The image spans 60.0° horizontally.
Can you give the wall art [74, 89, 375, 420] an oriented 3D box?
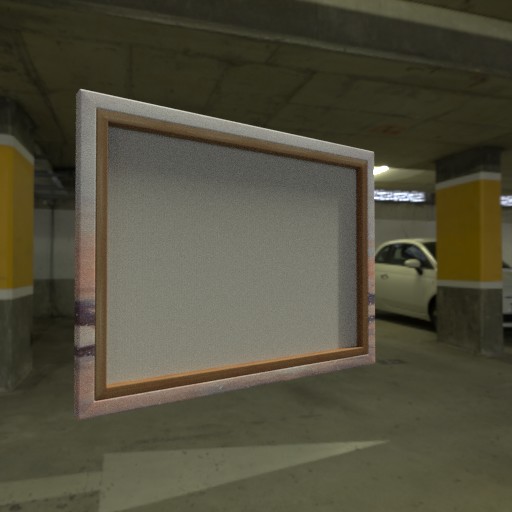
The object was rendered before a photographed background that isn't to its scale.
[{"bbox_3d":[0.000,0.000,1.320,1.015,0.763,0.038,1,-1,-35],"label":"wall art"}]
